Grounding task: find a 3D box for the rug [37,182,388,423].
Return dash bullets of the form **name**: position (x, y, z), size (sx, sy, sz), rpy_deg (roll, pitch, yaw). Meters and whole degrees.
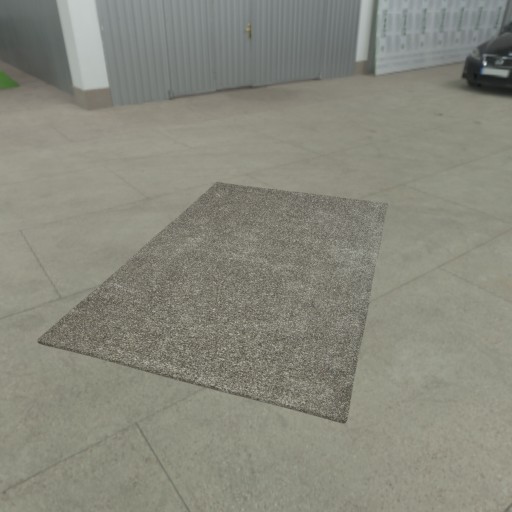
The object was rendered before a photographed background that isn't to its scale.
- **rug**: position (0.000, 0.000, 3.443), size (1.802, 0.026, 2.699), rpy_deg (10, 32, 16)
